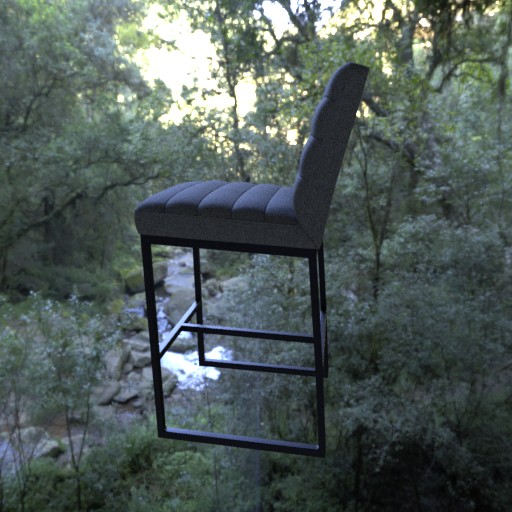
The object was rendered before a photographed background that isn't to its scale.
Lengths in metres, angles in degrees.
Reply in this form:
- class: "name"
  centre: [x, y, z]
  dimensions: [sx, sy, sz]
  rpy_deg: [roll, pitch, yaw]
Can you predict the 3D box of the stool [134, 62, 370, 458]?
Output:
- class: "stool"
  centre: [0.000, 0.000, 1.342]
  dimensions: [0.571, 1.034, 0.459]
  rpy_deg: [3, 17, 10]
